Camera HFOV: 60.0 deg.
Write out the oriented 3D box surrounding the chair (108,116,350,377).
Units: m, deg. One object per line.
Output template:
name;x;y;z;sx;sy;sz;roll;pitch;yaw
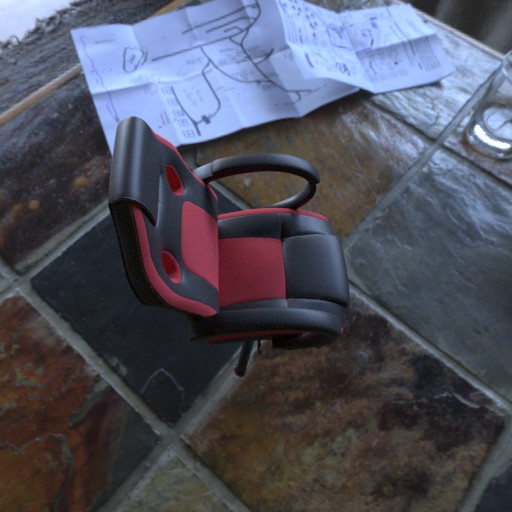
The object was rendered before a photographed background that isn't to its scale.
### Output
chair;0.000;0.000;1.616;0.724;1.187;0.673;-3;63;-1
